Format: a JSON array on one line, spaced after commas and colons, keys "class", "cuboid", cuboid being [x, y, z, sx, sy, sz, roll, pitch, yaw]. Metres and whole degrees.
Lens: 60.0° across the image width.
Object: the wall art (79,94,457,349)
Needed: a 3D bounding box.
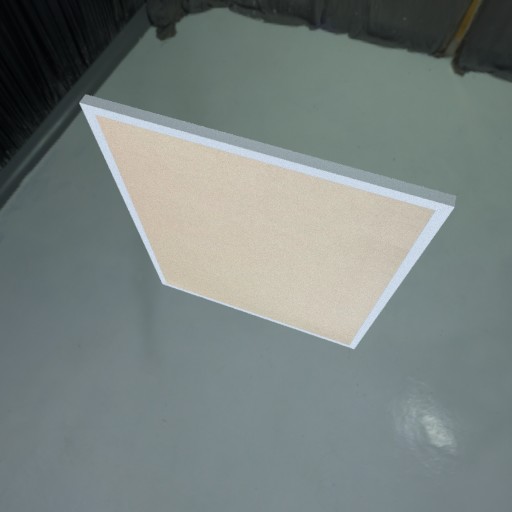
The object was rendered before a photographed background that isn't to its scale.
[{"class": "wall art", "cuboid": [0.000, 0.000, 0.631, 0.382, 0.456, 0.013, 18, 64, 9]}]
